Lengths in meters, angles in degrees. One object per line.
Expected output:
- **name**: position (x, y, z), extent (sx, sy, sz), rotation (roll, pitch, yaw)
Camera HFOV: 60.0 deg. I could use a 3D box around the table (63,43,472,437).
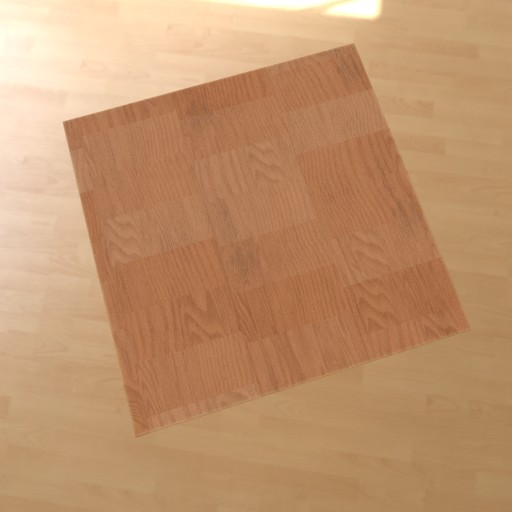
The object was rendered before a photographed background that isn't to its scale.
- **table**: position (0.000, 0.000, 1.370), extent (0.747, 0.738, 0.747), rotation (-17, 78, -4)
